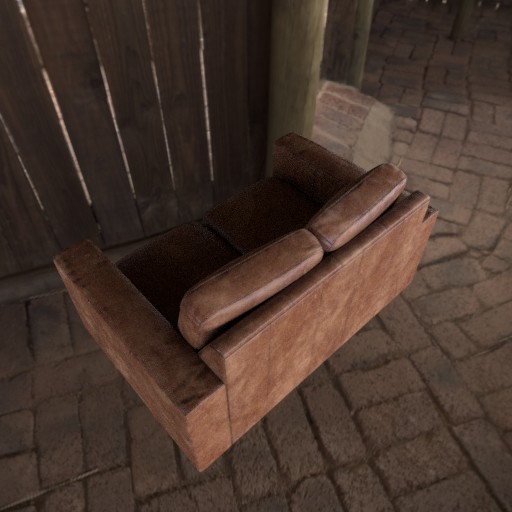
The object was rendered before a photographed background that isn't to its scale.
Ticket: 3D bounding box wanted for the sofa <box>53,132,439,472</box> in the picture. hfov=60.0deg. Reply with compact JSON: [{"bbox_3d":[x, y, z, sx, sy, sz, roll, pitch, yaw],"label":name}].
[{"bbox_3d":[0.000,0.000,2.272,1.626,0.889,1.041,-34,55,-28],"label":"sofa"}]
